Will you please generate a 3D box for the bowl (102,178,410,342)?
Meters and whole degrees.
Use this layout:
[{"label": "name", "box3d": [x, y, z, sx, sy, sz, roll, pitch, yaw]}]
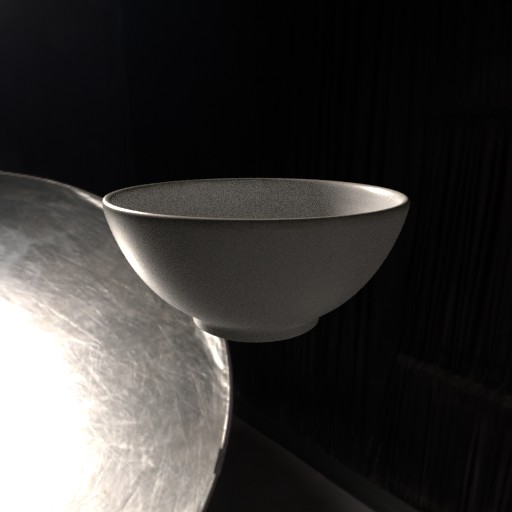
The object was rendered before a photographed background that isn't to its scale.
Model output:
[{"label": "bowl", "box3d": [0.000, 0.000, 0.422, 0.268, 0.121, 0.268, 0, 15, 0]}]
